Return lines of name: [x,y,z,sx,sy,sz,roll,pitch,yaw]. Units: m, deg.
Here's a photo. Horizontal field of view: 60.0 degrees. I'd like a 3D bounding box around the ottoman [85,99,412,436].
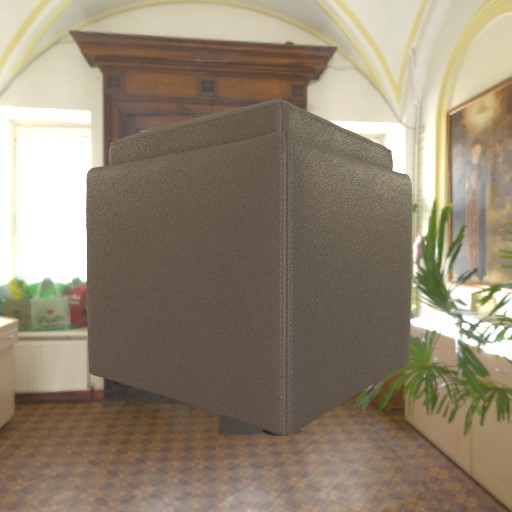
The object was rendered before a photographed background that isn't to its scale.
ottoman: [0.000,0.000,0.832,0.451,0.460,0.450,1,2,38]
